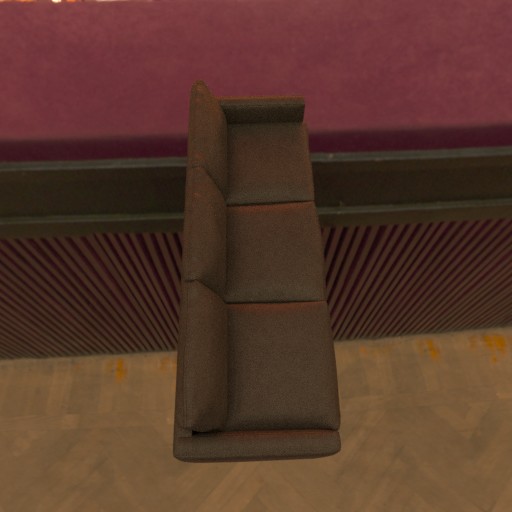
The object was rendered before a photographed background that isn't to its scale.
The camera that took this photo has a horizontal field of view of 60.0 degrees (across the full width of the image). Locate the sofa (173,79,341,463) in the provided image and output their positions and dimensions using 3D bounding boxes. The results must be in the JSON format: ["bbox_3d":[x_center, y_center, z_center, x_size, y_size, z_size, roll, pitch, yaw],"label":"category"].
[{"bbox_3d":[0.000,0.000,2.413,0.748,0.805,2.029,-2,64,-1],"label":"sofa"}]
